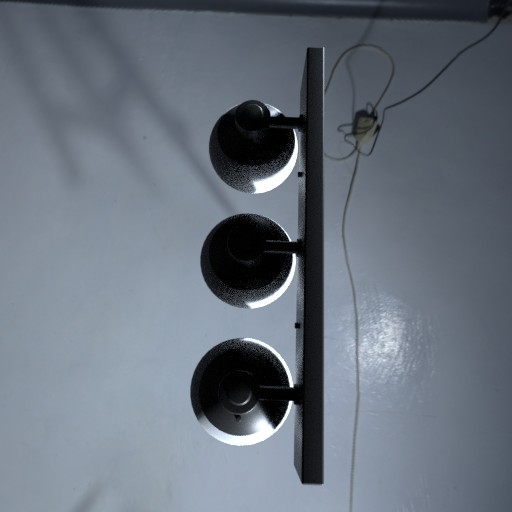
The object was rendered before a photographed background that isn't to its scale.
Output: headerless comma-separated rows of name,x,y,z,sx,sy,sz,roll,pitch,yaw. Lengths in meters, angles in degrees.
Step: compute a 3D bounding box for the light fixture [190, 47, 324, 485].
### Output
light fixture,0.000,0.000,0.835,0.218,0.263,0.721,2,75,1
